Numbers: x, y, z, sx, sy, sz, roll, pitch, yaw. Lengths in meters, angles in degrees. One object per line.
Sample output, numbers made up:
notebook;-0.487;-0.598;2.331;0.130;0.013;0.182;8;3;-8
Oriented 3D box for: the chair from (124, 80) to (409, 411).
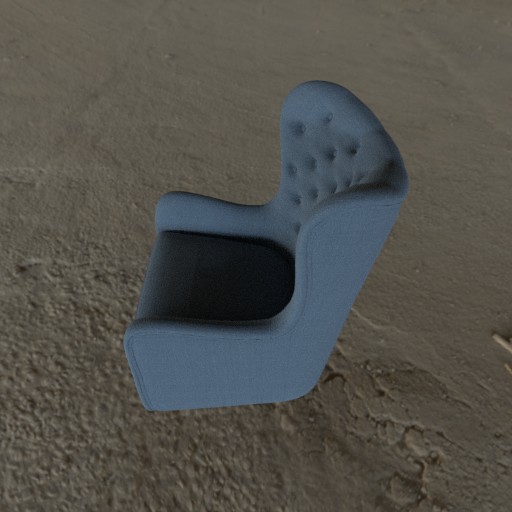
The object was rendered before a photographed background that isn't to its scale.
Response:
chair;0.000;0.000;1.739;0.930;1.079;0.831;-1;42;-1
